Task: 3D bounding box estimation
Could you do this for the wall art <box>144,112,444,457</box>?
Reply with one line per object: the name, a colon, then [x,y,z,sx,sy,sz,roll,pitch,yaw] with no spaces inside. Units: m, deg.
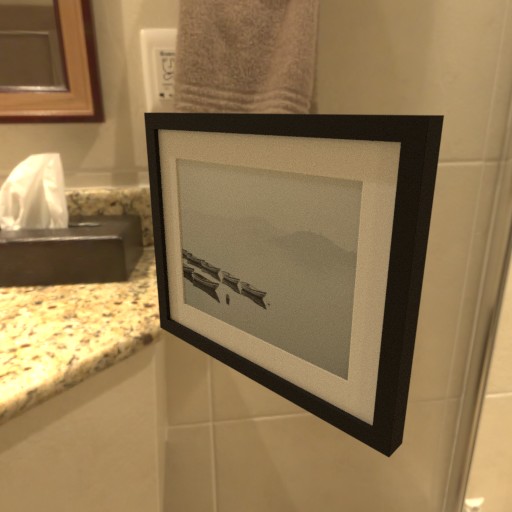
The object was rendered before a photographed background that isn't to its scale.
wall art: [0.000,0.000,0.531,0.397,0.325,0.028,17,25,41]
